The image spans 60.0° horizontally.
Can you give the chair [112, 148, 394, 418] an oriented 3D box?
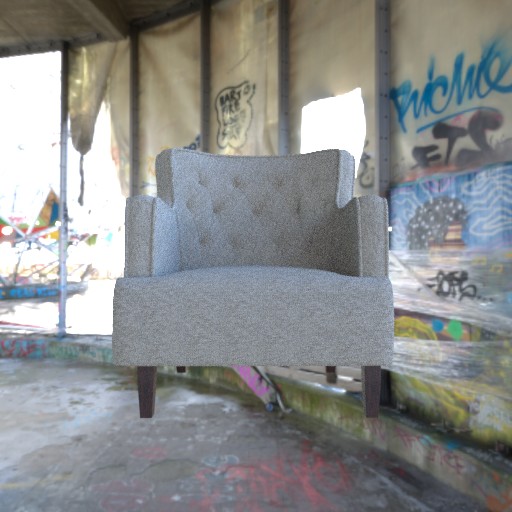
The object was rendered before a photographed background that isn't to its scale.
[{"bbox_3d":[0.000,0.000,1.648,0.820,0.920,0.910,0,0,0],"label":"chair"}]
